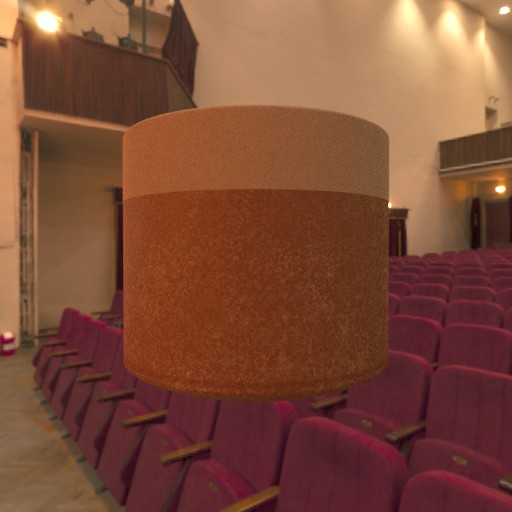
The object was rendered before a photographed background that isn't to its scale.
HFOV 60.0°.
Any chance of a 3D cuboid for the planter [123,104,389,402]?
[{"bbox_3d":[0.000,0.000,0.276,0.159,0.138,0.159,0,1,0],"label":"planter"}]
